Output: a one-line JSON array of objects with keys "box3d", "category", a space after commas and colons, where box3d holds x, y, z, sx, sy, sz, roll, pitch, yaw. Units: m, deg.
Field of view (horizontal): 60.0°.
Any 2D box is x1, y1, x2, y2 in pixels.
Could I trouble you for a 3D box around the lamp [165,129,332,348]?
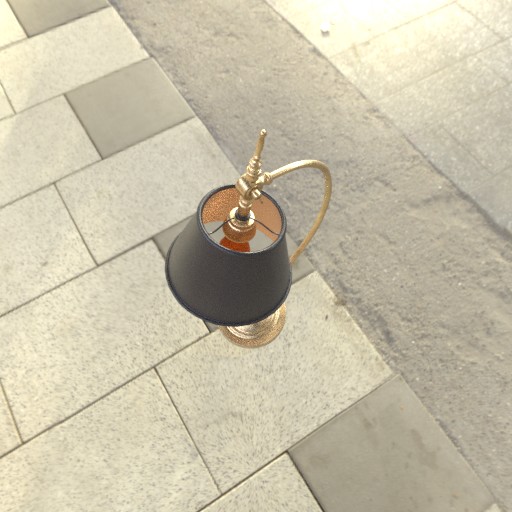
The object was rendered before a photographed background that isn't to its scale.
[{"box3d": [0.000, 0.000, 0.844, 0.344, 0.675, 0.235, -32, 68, -14], "category": "lamp"}]
